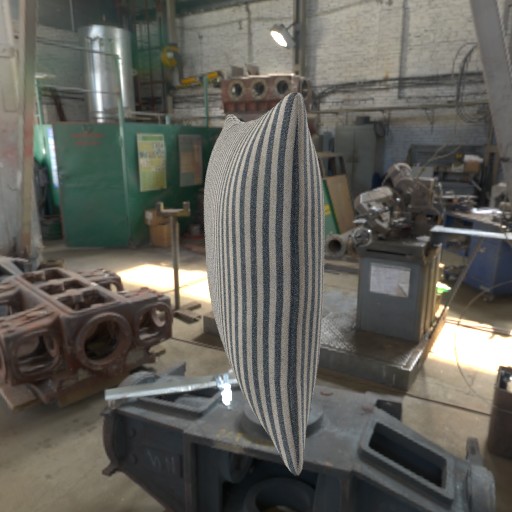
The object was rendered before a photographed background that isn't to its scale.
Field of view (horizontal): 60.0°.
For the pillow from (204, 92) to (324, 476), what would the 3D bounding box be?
[{"bbox_3d":[0.000,0.000,0.796,0.166,0.510,0.523,-3,15,-11],"label":"pillow"}]
